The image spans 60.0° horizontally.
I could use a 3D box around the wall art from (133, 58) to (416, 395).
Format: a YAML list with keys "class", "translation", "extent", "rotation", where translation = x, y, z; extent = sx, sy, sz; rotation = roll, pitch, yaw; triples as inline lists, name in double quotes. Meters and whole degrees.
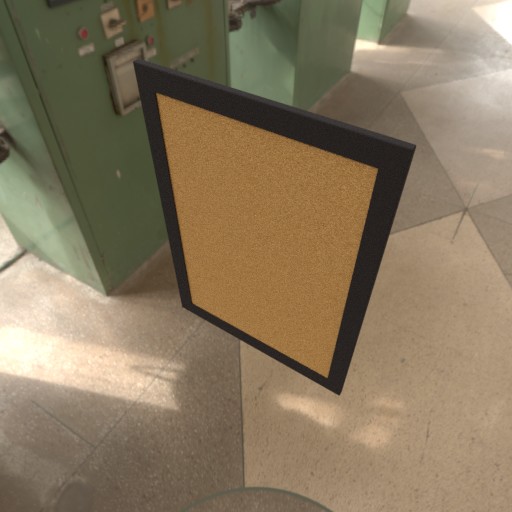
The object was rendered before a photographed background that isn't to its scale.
- class: "wall art"
  translation: [0.000, 0.000, 0.699]
  extent: [0.374, 0.529, 0.012]
  rotation: [25, 52, 22]
